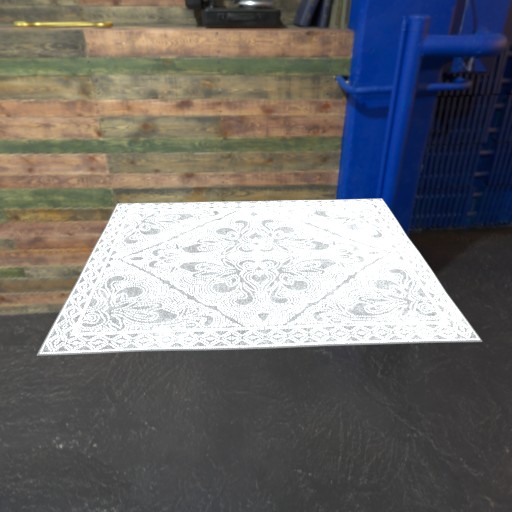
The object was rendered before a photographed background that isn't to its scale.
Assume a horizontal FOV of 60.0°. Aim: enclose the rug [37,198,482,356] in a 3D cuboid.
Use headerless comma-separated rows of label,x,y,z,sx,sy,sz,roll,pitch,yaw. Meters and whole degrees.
rug,0.000,0.000,4.034,3.048,0.012,2.438,-1,31,-2
